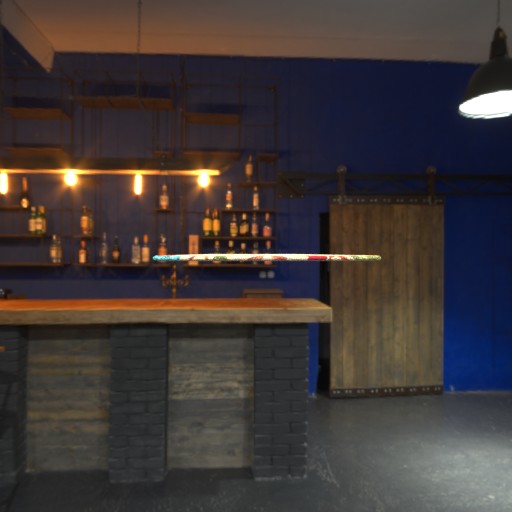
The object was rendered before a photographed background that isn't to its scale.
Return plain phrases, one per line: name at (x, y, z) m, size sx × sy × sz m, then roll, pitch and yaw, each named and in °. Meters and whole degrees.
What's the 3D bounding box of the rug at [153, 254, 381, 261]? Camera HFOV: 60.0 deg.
rug at (0.000, 0.000, 2.441) m, size 0.693 × 0.016 × 2.273 m, roll 0°, pitch 0°, yaw -2°
